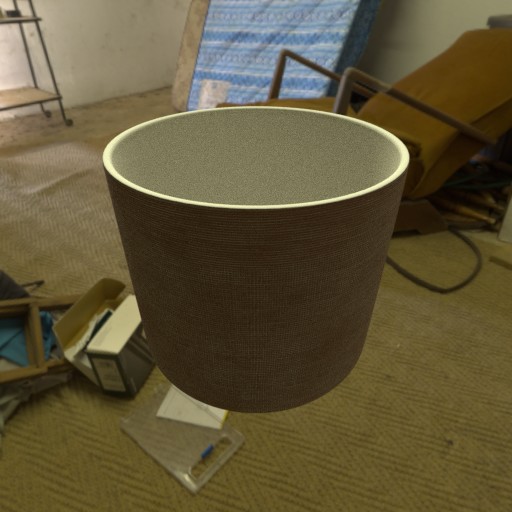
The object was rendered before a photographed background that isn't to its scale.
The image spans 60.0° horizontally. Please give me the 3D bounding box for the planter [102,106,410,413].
[{"bbox_3d":[0.000,0.000,0.766,0.440,0.398,0.440,0,32,0],"label":"planter"}]
